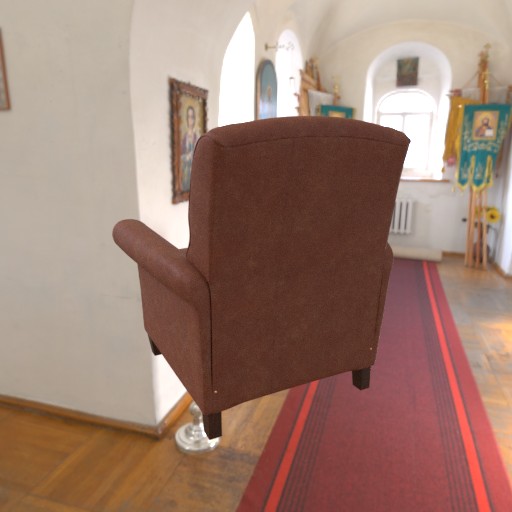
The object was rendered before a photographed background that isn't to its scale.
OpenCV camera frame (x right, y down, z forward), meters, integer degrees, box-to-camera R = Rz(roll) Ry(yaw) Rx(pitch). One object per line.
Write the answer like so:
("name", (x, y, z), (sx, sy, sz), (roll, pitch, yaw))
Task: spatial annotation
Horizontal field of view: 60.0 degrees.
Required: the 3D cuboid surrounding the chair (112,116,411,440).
("chair", (0.000, 0.000, 1.822), (0.978, 1.061, 0.902), (-8, 16, -27))
